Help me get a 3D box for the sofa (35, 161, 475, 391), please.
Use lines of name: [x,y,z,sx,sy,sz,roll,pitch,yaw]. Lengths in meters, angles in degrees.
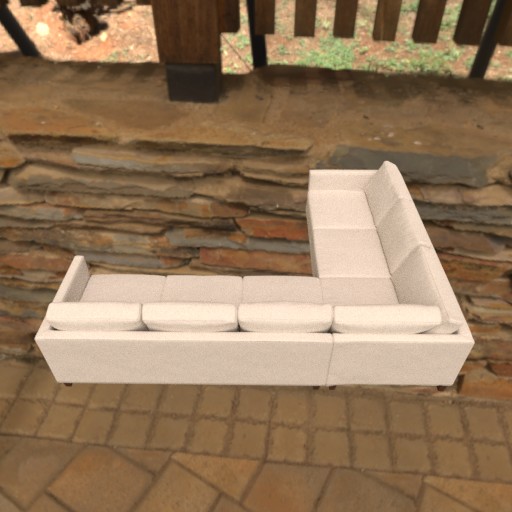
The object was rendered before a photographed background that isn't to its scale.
sofa: [0.000,0.000,4.239,3.182,0.863,2.432,1,41,1]
